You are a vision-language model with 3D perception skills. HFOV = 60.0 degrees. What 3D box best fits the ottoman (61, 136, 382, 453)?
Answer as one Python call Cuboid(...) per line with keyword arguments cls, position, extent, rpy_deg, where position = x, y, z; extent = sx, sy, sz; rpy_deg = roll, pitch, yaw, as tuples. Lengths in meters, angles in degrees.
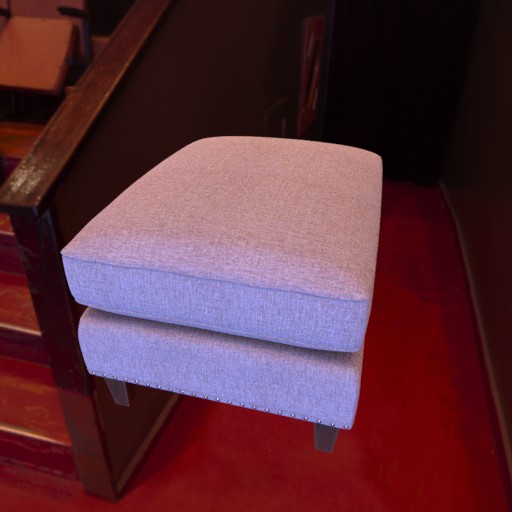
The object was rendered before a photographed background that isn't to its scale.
Cuboid(cls="ottoman", position=(0.000, 0.000, 1.147), extent=(0.584, 0.513, 0.741), rpy_deg=(8, 32, 13))
